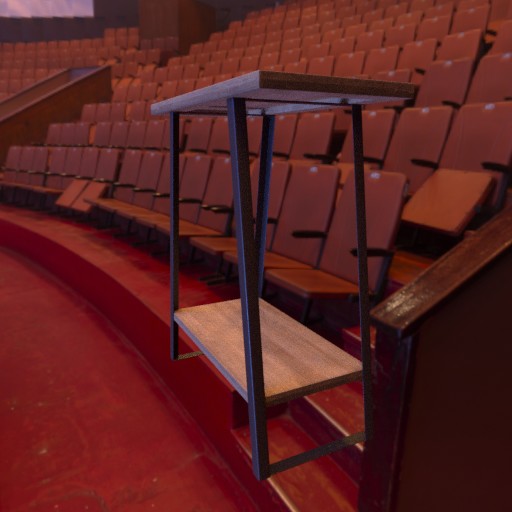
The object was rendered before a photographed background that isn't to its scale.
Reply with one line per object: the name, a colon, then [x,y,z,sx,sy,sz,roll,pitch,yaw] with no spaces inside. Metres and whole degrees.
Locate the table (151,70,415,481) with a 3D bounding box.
table: [0.000,0.000,1.028,0.300,0.701,0.599,-7,15,-26]
